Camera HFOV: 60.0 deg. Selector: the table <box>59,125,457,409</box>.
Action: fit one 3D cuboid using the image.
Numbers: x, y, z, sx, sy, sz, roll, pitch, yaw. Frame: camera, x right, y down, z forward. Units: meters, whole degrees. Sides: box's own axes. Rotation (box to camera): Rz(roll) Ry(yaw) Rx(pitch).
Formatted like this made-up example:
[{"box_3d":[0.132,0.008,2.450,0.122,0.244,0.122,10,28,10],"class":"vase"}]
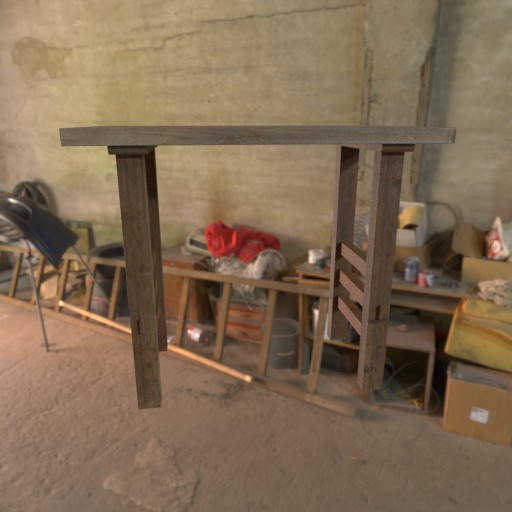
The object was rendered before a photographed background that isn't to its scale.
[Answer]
[{"box_3d":[0.000,0.000,1.630,1.119,0.914,0.556,-2,17,-7],"class":"table"}]
